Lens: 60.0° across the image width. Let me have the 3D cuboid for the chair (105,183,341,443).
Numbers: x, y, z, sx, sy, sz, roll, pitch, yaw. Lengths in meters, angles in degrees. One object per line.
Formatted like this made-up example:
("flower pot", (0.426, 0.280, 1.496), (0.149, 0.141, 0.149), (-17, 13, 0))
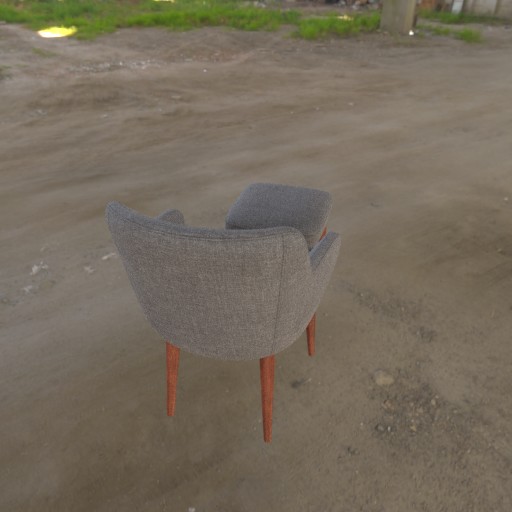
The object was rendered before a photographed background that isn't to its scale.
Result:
("chair", (0.000, 0.000, 1.565), (0.584, 0.799, 1.107), (9, 34, 14))
